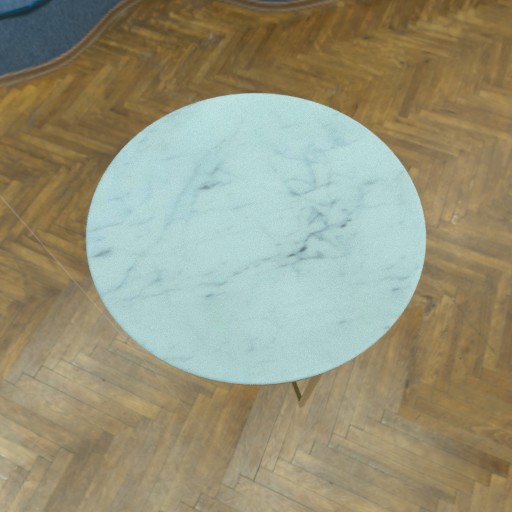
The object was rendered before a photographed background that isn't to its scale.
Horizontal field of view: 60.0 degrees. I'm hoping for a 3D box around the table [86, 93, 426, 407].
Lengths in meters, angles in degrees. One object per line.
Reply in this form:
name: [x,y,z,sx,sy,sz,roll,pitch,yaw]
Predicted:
table: [0.000,0.000,1.253,0.800,0.450,0.800,0,62,0]
